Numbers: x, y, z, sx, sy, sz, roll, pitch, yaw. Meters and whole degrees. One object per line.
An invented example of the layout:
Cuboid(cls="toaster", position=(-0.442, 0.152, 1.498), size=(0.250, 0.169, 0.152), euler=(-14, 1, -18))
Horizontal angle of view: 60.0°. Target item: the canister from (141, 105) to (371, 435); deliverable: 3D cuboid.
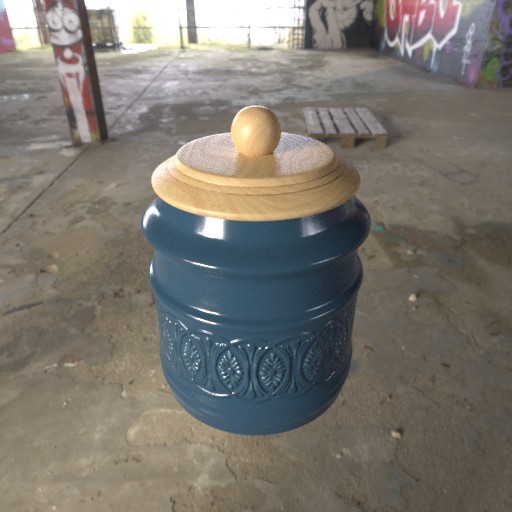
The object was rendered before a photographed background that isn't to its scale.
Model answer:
Cuboid(cls="canister", position=(0.000, 0.000, 0.270), size=(0.130, 0.176, 0.130), euler=(0, 30, 0))
